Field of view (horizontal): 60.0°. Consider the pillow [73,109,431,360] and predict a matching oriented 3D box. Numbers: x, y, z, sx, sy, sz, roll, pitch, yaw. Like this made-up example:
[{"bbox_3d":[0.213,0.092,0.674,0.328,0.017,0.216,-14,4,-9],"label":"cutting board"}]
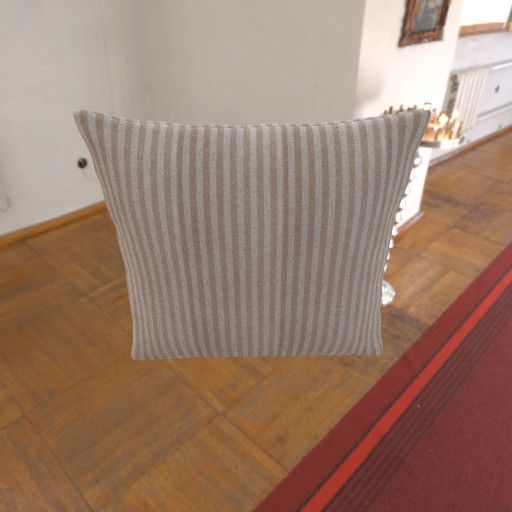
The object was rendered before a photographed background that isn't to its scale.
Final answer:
[{"bbox_3d":[0.000,0.000,0.781,0.523,0.510,0.166,-1,33,-1],"label":"pillow"}]
